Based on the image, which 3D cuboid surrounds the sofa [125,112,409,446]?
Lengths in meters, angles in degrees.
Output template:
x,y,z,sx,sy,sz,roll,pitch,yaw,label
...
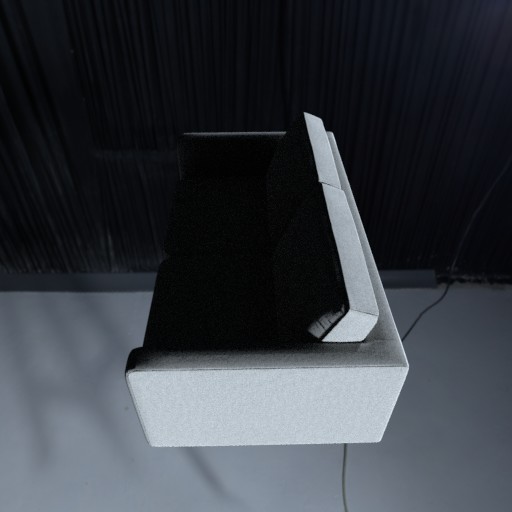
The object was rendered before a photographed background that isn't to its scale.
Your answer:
x,y,z,sx,sy,sz,roll,pitch,yaw,label
0.000,0.000,2.295,1.000,0.900,1.731,-1,42,-1,sofa
